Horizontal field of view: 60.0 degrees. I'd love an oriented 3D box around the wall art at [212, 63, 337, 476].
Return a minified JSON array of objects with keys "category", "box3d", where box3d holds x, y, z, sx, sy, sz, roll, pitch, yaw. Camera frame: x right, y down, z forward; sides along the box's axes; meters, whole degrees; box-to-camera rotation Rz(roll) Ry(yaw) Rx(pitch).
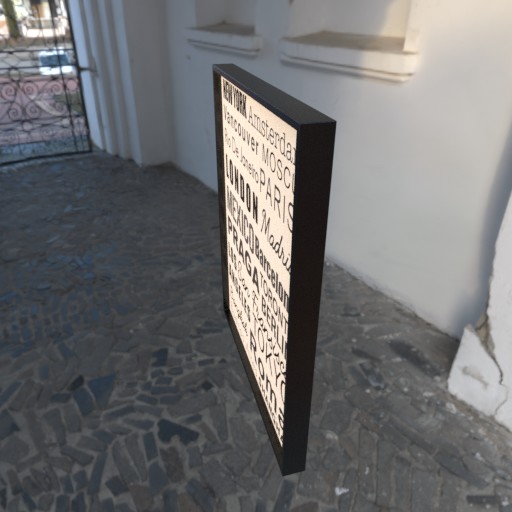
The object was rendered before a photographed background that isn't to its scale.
[{"category":"wall art","box3d":[0.000,0.000,0.752,0.038,0.551,0.448,-8,31,-13]}]
